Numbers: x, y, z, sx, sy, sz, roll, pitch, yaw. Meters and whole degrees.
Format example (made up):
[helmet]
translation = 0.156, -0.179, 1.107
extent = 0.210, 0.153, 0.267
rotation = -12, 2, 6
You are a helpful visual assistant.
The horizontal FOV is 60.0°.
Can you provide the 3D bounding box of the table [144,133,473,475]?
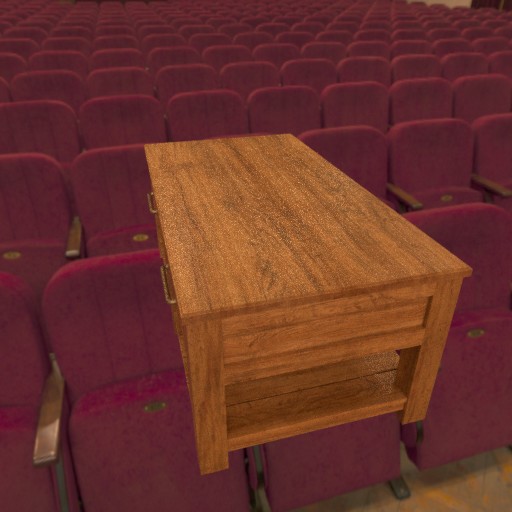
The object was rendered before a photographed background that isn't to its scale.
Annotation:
[table]
translation = 0.000, 0.000, 1.465
extent = 0.635, 0.480, 1.150
rotation = -8, 31, -14
